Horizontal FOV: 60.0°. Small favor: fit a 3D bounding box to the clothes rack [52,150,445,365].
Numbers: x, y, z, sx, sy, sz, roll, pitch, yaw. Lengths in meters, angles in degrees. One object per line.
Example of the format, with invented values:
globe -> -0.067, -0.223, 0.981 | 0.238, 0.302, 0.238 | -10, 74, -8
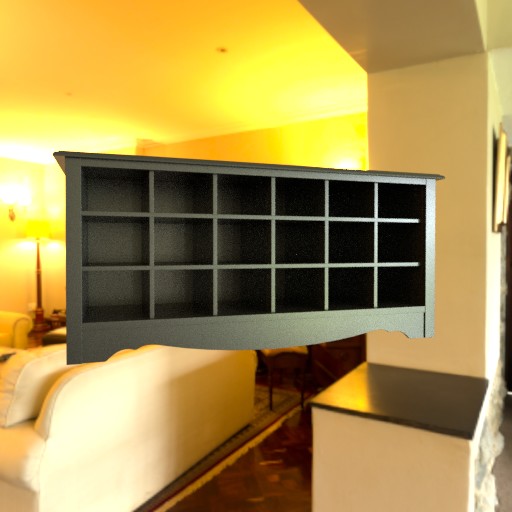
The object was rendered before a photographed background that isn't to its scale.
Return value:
clothes rack -> 0.000, 0.000, 1.510 | 1.219, 0.556, 0.406 | 0, 1, -18
